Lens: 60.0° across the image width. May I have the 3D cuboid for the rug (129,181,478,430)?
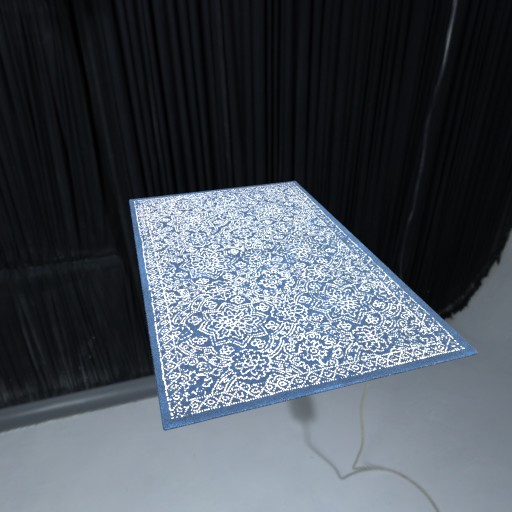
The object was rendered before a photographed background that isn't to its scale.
[{"bbox_3d":[0.000,0.000,2.980,1.526,0.015,2.441,-9,31,-15],"label":"rug"}]
